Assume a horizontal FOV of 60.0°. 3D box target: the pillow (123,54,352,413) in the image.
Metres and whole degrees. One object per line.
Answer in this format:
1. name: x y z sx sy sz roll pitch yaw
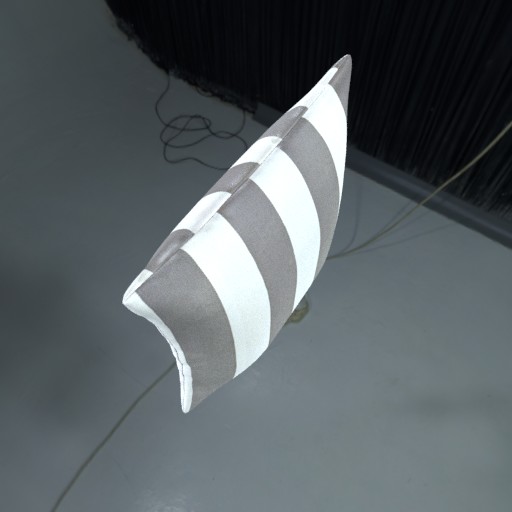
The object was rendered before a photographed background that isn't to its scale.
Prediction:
1. pillow: 0.000 0.000 0.796 0.192 0.507 0.522 30 63 17
